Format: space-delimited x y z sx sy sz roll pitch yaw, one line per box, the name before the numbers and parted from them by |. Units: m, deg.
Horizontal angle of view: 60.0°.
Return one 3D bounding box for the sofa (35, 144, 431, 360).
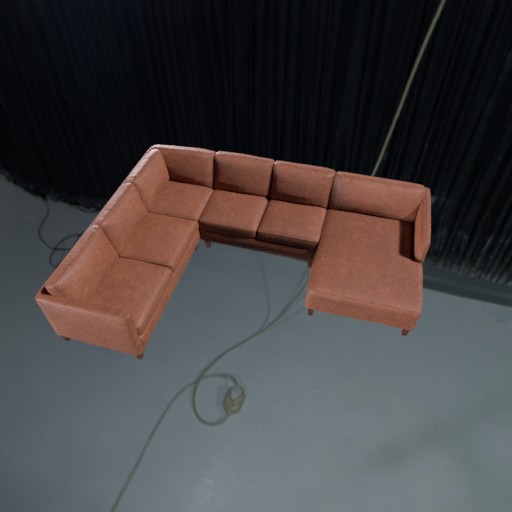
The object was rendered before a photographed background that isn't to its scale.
sofa | 0.000 0.000 4.688 3.460 0.923 2.593 11 48 10
